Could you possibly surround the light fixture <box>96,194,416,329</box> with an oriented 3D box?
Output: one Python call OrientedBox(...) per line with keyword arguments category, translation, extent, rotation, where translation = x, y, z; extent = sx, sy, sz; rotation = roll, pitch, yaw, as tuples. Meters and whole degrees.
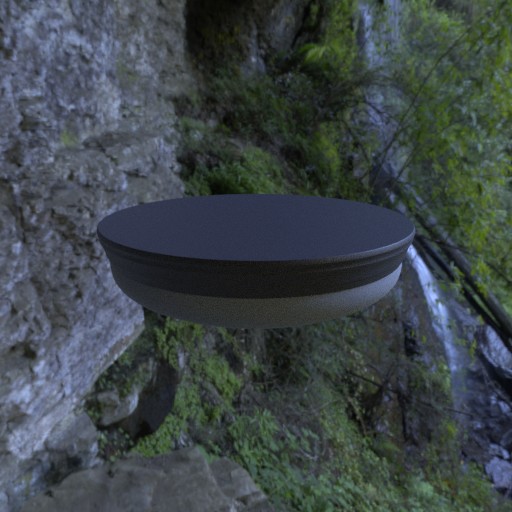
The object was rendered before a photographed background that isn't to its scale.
OrientedBox(category="light fixture", translation=(0.000, 0.000, 0.554), extent=(0.368, 0.100, 0.368), rotation=(0, 17, 0))
